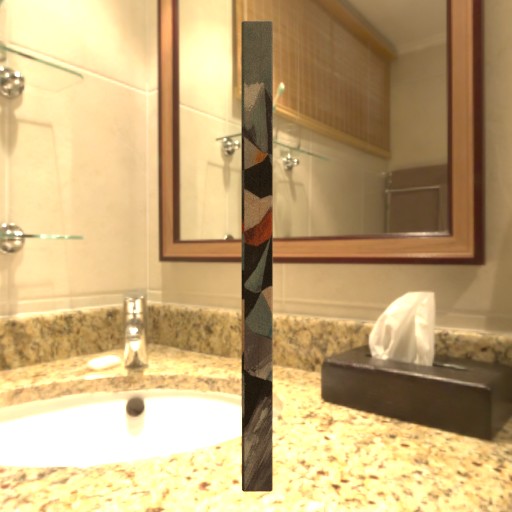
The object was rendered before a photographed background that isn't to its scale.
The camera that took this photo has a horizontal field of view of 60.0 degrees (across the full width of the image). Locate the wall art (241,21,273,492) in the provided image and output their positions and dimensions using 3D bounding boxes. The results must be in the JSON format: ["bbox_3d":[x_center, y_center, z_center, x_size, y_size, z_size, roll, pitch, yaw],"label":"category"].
[{"bbox_3d":[0.000,0.000,1.159,0.061,0.911,0.609,0,1,0],"label":"wall art"}]
